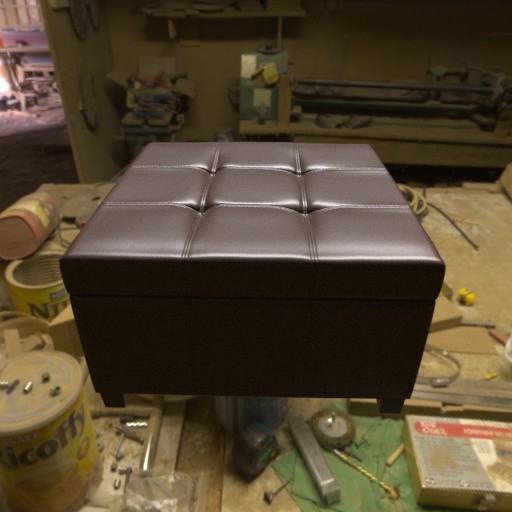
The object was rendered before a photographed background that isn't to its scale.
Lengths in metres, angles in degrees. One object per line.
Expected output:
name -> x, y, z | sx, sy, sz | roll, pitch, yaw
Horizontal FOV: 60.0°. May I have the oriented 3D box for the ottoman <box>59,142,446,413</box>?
ottoman -> 0.000, 0.000, 1.313 | 0.787, 0.460, 0.788 | 1, 31, 1
